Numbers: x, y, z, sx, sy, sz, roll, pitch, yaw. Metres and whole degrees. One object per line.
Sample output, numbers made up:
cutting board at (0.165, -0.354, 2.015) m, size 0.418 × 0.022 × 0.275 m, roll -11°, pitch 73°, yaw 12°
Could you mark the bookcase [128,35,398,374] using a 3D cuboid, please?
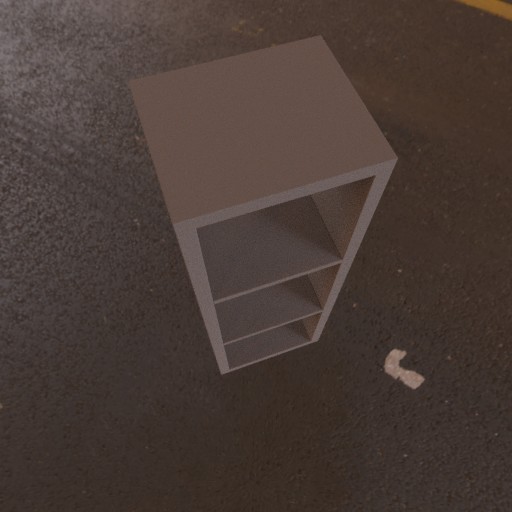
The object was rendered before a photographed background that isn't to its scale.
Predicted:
bookcase at (0.000, 0.000, 1.266) m, size 0.390 × 1.080 × 0.330 m, roll -17°, pitch 64°, yaw -9°
